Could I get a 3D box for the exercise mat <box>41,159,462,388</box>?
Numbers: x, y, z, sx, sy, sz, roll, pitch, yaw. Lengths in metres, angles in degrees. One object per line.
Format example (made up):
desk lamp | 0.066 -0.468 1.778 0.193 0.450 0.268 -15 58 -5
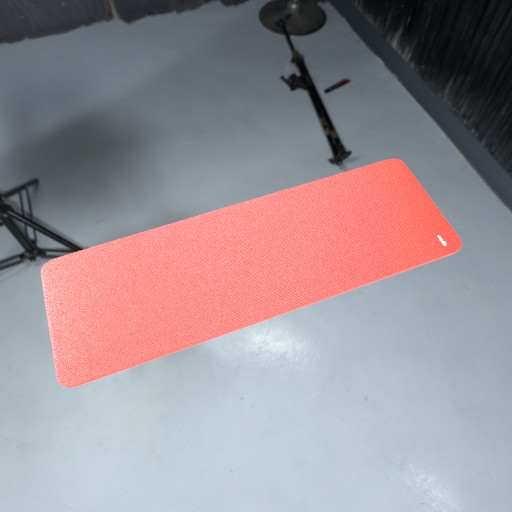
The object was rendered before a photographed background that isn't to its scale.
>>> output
exercise mat | 0.000 0.000 2.036 1.869 0.021 0.616 -18 60 -11
